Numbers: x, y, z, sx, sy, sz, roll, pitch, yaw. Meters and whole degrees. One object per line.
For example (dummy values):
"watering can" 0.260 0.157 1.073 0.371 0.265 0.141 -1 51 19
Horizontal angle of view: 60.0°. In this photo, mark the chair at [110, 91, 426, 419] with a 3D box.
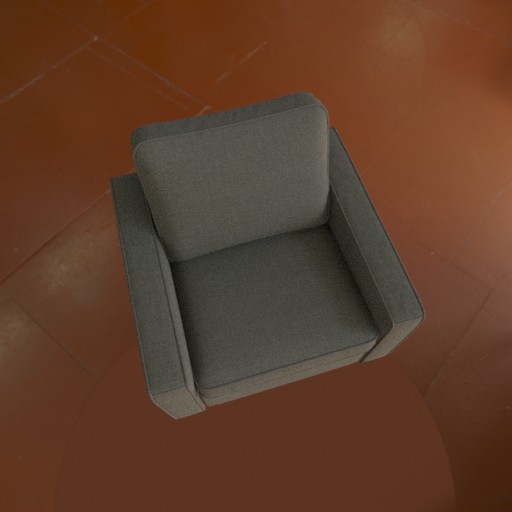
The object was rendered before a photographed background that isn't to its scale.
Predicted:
"chair" 0.000 0.000 1.778 1.017 0.919 0.940 -15 64 -7
